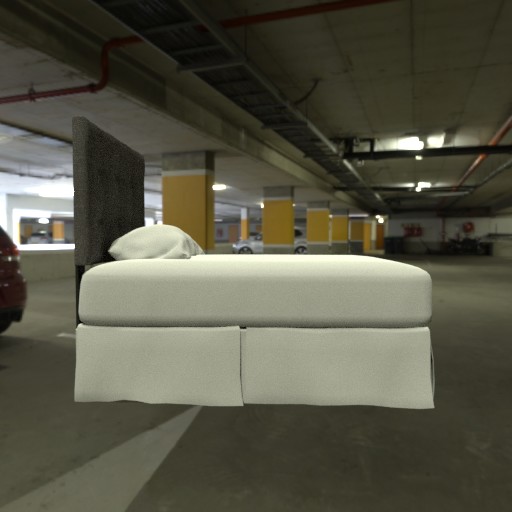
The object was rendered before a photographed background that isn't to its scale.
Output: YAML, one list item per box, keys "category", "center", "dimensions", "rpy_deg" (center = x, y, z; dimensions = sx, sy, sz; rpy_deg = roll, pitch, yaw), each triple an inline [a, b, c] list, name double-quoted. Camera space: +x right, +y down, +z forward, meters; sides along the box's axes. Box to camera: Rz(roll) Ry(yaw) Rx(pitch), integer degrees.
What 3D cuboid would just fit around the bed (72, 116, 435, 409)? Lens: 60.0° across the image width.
- category: "bed"
  center: [0.000, 0.000, 2.954]
  dimensions: [1.997, 1.571, 1.261]
  rpy_deg: [0, 2, 2]
